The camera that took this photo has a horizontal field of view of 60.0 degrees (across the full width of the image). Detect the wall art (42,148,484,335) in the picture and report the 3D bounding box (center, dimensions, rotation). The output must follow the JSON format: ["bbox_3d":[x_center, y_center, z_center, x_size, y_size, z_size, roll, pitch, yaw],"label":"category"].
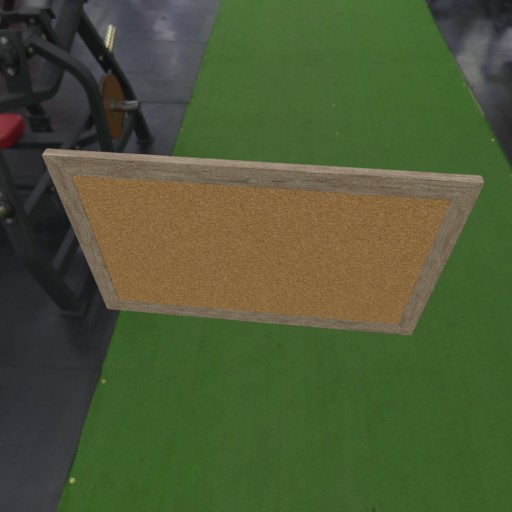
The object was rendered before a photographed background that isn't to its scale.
[{"bbox_3d":[0.000,0.000,0.961,0.780,0.480,0.021,4,48,4],"label":"wall art"}]
